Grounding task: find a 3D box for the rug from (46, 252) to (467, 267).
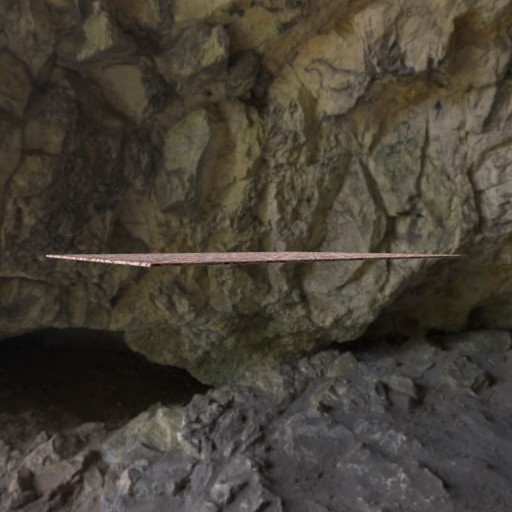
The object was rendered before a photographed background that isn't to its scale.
[{"bbox_3d":[0.000,0.000,4.246,3.215,0.020,2.446,-1,2,-37],"label":"rug"}]
